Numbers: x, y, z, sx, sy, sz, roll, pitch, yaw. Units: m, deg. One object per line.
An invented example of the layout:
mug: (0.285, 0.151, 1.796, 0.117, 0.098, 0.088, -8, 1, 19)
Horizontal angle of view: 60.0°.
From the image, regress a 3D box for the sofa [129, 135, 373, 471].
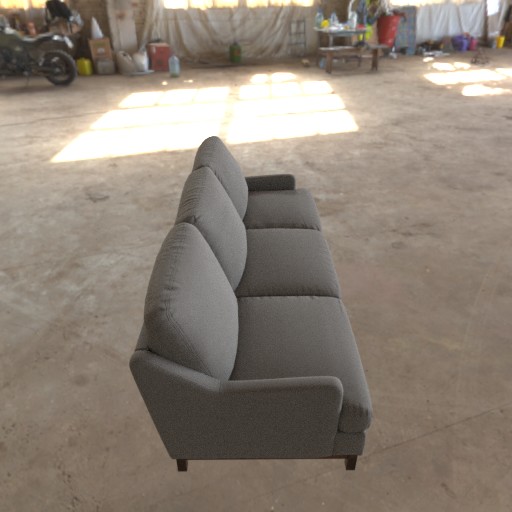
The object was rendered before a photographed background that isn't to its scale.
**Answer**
sofa: (0.000, 0.000, 2.772, 0.987, 0.926, 2.344, 0, 32, 0)
